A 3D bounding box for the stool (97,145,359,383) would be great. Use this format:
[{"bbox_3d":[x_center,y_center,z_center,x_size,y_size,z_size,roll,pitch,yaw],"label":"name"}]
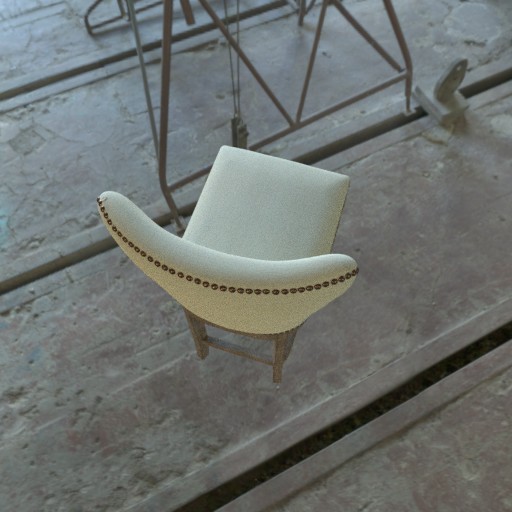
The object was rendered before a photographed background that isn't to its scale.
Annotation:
[{"bbox_3d":[0.000,0.000,1.296,0.498,0.981,0.608,16,64,8],"label":"stool"}]
